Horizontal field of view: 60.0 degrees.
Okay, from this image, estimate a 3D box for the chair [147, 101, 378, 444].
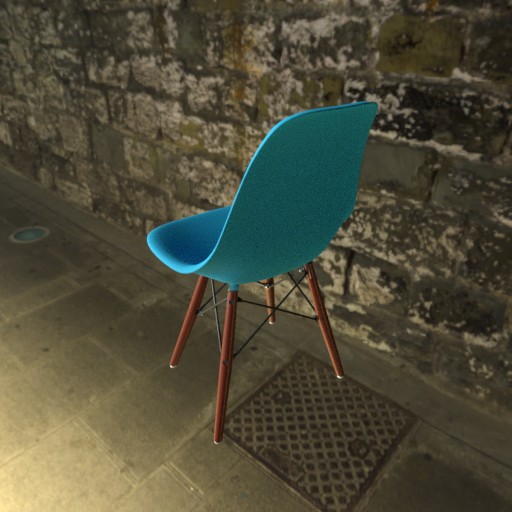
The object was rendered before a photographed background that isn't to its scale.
[{"bbox_3d":[0.000,0.000,1.135,0.470,0.826,0.533,-19,35,-30],"label":"chair"}]
